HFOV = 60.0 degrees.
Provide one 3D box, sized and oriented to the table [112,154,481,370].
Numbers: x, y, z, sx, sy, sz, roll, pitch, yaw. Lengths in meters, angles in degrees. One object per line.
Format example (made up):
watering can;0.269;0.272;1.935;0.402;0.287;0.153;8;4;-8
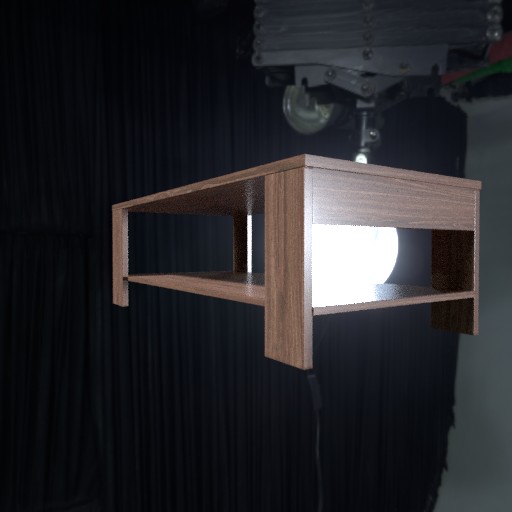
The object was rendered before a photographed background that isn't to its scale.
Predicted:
table;0.000;0.000;1.482;0.600;0.400;1.200;-1;1;-34
